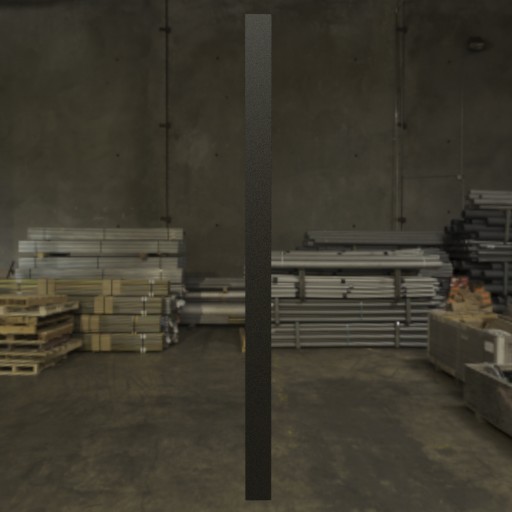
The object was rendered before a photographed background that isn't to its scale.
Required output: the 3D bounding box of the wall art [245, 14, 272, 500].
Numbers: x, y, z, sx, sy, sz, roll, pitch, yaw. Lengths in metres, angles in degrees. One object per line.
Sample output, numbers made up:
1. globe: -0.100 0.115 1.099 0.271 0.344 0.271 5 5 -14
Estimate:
1. wall art: 0.000 0.000 1.083 0.042 0.766 0.769 0 1 -1
